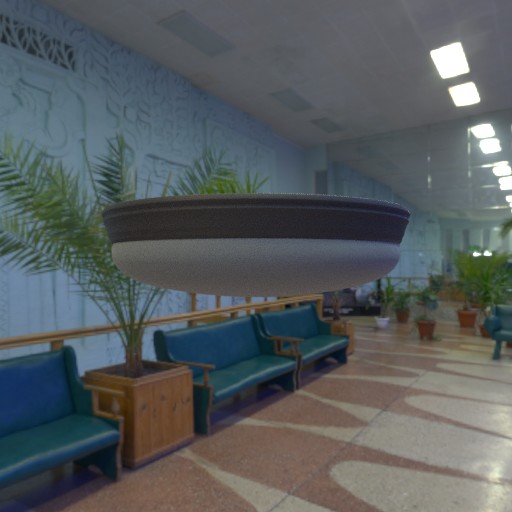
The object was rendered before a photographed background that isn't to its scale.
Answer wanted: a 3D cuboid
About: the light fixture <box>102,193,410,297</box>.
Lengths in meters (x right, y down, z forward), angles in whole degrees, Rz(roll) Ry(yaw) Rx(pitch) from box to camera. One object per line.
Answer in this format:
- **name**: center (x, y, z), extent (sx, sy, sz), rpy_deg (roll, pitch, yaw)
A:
- **light fixture**: center (0.000, 0.000, 0.558), extent (0.368, 0.100, 0.368), rpy_deg (0, -1, 0)
